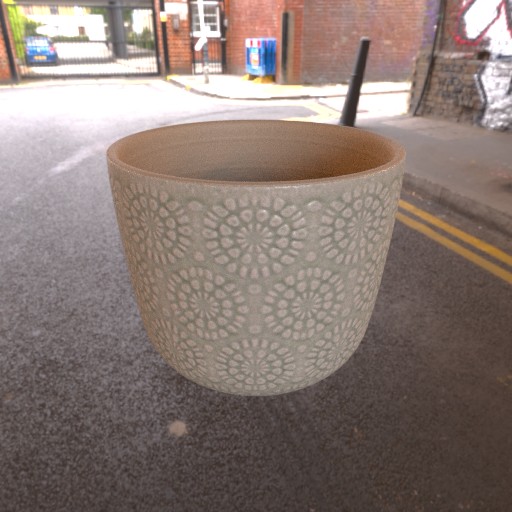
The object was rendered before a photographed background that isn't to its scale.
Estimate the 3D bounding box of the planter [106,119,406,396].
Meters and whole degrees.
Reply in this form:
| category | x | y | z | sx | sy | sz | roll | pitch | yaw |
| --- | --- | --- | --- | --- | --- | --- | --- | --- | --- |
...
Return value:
| category | x | y | z | sx | sy | sz | roll | pitch | yaw |
| --- | --- | --- | --- | --- | --- | --- | --- | --- | --- |
| planter | 0.000 | 0.000 | 0.214 | 0.124 | 0.109 | 0.124 | 0 | 26 | 0 |
